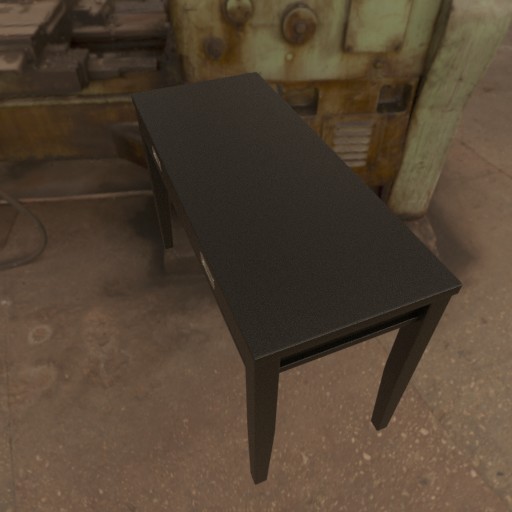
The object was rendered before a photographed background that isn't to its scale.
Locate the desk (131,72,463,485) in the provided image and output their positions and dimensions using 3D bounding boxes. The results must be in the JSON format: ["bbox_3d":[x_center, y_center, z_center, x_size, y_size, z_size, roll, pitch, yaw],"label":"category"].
[{"bbox_3d":[0.000,0.000,1.599,0.508,0.775,1.220,-16,48,-15],"label":"desk"}]
